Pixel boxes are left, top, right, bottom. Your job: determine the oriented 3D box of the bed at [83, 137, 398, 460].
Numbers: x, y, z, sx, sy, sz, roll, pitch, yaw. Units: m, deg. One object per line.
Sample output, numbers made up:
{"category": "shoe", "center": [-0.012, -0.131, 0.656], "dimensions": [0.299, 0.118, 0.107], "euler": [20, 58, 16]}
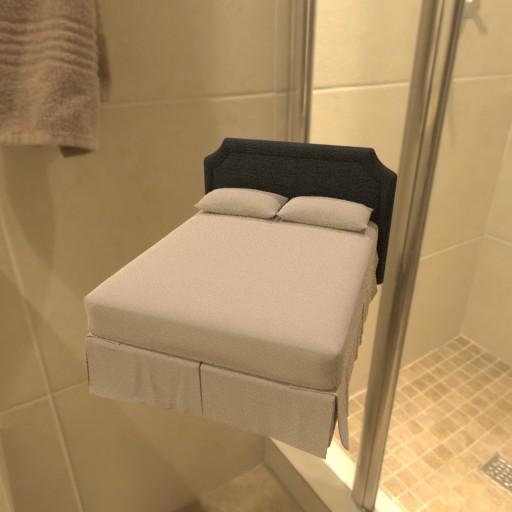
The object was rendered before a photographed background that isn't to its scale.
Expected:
{"category": "bed", "center": [0.000, 0.000, 3.353], "dimensions": [1.828, 1.297, 2.208], "euler": [9, 27, 18]}
